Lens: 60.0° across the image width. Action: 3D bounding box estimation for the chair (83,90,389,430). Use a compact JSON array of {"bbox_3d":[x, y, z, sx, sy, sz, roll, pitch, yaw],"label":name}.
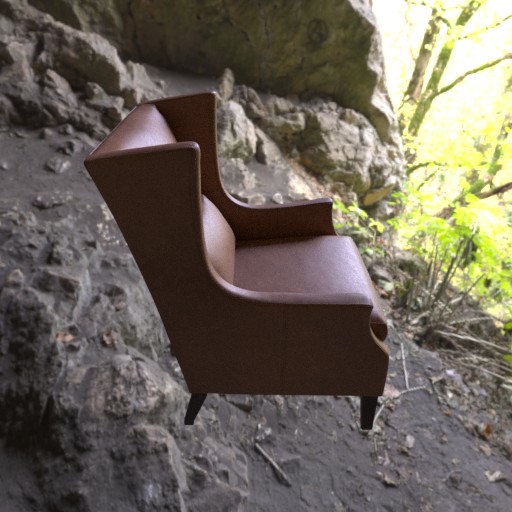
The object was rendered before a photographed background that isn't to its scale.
[{"bbox_3d":[0.000,0.000,1.709,0.913,1.088,0.815,0,31,-1],"label":"chair"}]
